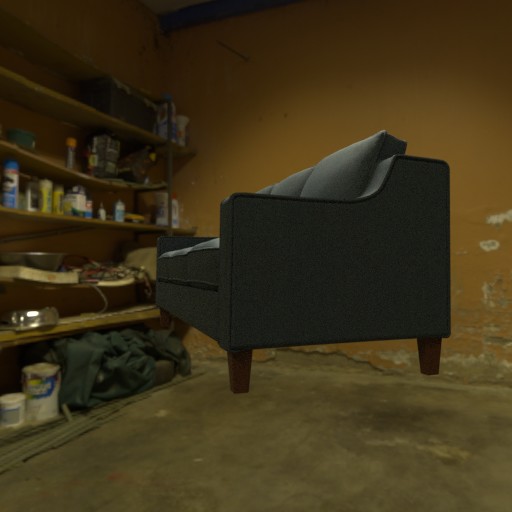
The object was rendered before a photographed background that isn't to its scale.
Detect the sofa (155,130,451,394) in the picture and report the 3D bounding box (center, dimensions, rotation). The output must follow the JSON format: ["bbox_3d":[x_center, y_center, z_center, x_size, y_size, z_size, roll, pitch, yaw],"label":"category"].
[{"bbox_3d":[0.000,0.000,2.497,0.911,0.974,1.986,1,-2,-19],"label":"sofa"}]
